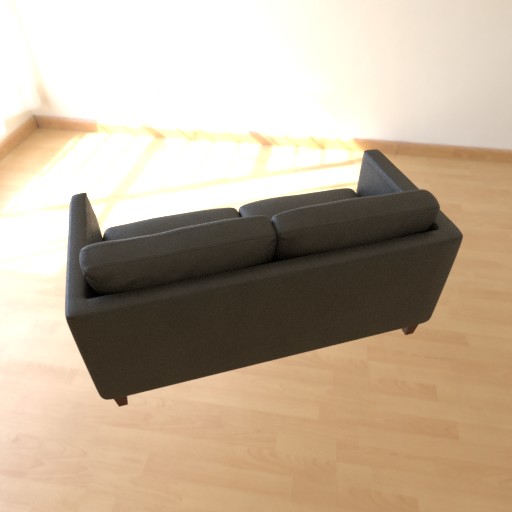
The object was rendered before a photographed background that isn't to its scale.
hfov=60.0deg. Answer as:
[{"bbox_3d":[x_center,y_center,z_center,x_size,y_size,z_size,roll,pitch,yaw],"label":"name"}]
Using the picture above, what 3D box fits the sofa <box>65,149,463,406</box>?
[{"bbox_3d":[0.000,0.000,2.486,1.883,0.933,0.951,-11,43,-12],"label":"sofa"}]
